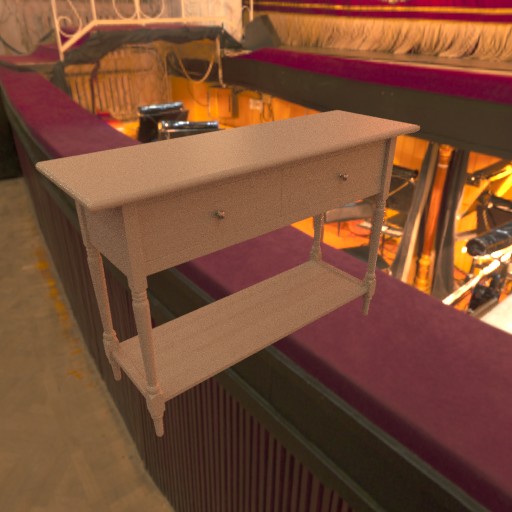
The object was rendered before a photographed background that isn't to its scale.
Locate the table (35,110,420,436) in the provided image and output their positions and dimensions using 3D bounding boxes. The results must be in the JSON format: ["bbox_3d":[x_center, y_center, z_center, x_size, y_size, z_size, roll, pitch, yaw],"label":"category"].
[{"bbox_3d":[0.000,0.000,1.564,1.197,0.808,0.384,-21,35,-34],"label":"table"}]
